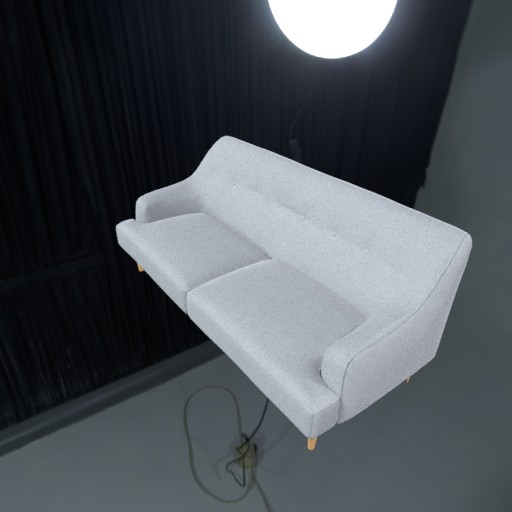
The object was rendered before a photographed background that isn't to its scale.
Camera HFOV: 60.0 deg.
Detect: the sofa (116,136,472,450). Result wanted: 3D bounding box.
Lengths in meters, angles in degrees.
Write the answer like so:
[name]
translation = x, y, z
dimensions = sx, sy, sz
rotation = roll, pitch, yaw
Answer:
[sofa]
translation = 0.000, 0.000, 2.618
dimensions = 0.978, 0.871, 2.057
rotation = -21, 36, -31
